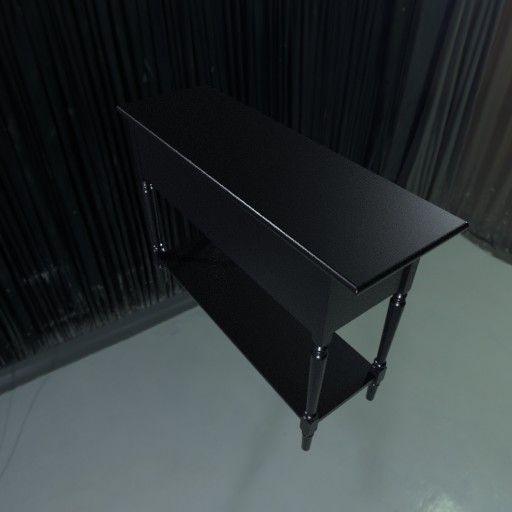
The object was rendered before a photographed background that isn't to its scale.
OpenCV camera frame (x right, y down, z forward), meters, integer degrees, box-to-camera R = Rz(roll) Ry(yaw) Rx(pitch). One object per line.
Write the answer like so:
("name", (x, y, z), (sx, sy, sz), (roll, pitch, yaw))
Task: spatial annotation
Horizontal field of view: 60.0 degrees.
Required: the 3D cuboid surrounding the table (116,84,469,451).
("table", (0.000, 0.000, 1.593), (0.386, 0.819, 1.191), (-26, 46, -27))
